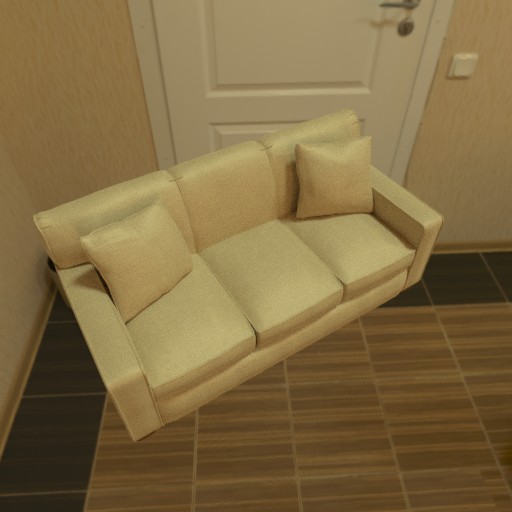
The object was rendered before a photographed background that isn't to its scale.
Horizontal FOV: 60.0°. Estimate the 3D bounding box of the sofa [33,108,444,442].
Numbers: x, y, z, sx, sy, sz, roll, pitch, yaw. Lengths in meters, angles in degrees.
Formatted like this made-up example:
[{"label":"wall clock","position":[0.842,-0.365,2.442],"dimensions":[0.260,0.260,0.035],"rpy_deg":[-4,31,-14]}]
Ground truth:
[{"label":"sofa","position":[0.000,0.000,2.563],"dimensions":[2.024,0.958,0.997],"rpy_deg":[-24,51,-22]}]
